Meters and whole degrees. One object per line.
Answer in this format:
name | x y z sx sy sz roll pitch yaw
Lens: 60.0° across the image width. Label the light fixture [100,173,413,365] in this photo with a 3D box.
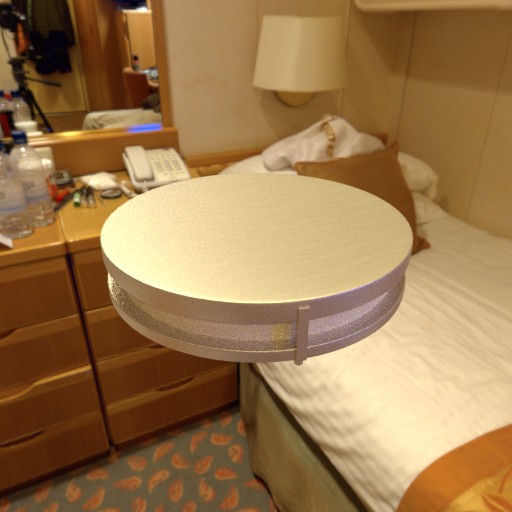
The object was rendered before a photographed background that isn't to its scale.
light fixture | 0.000 0.000 0.548 0.356 0.102 0.356 0 28 0
